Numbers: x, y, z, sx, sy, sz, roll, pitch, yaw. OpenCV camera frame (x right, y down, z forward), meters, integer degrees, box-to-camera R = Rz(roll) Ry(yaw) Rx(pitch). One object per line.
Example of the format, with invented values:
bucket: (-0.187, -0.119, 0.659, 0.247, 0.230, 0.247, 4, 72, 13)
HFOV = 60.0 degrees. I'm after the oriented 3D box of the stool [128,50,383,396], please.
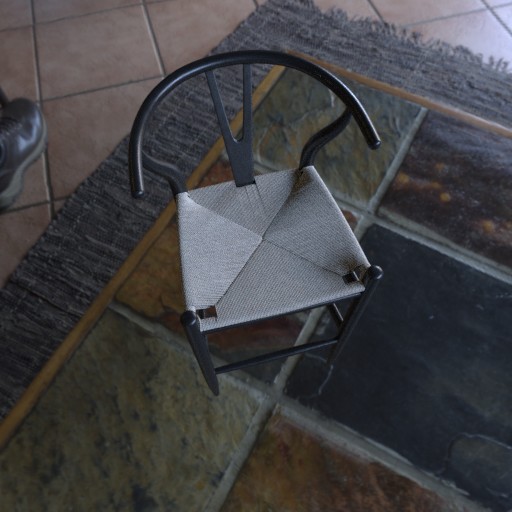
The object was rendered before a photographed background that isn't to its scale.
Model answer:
stool: (0.000, 0.000, 1.413, 0.569, 1.072, 0.579, -13, 63, -7)
